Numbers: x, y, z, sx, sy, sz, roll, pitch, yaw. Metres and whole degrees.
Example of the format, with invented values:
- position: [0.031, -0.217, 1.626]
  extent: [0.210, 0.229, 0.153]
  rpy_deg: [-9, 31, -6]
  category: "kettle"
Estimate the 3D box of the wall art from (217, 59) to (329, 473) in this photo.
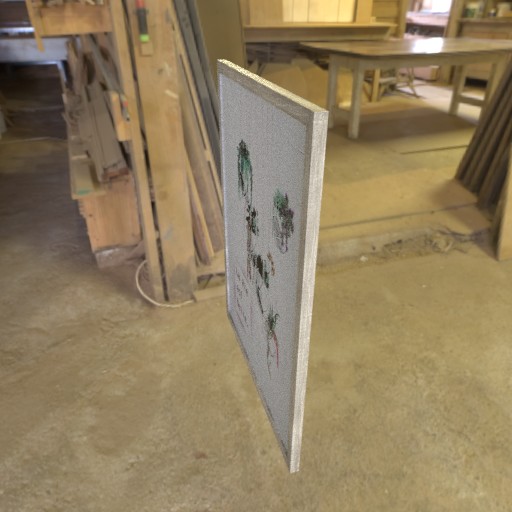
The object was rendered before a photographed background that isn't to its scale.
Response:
- position: [0.000, 0.000, 1.356]
  extent: [0.035, 1.022, 0.781]
  rpy_deg: [-9, 31, -15]
  category: "wall art"
